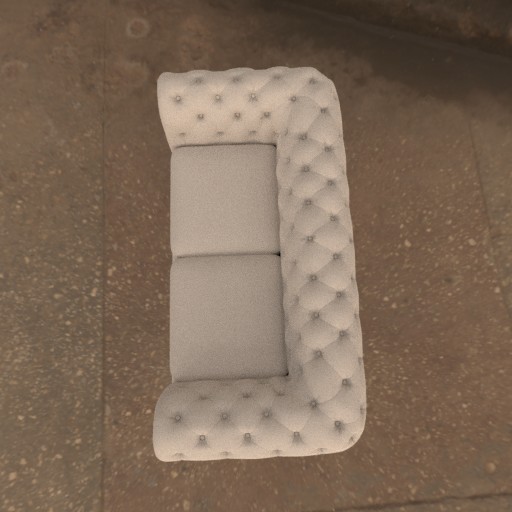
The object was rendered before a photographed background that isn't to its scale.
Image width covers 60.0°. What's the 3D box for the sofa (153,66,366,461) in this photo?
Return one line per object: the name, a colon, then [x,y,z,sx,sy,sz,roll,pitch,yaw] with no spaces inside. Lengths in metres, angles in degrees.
sofa: [0.000,0.000,2.471,0.986,0.764,1.998,-2,77,0]
